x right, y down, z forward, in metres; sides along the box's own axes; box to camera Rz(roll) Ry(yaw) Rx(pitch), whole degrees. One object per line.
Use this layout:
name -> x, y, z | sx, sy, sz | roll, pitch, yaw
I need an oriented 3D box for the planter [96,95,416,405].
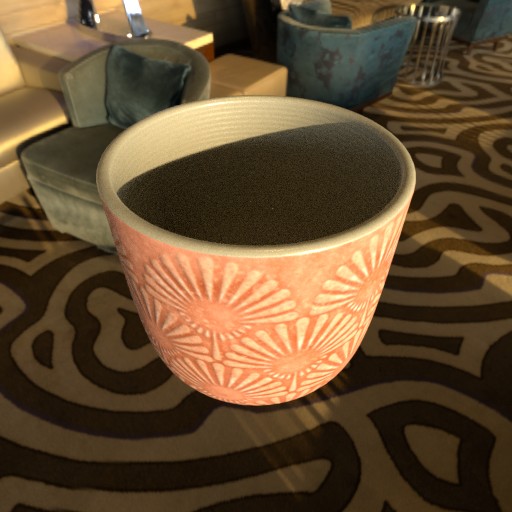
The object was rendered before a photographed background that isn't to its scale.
planter -> 0.000, 0.000, 0.213 | 0.124, 0.109, 0.124 | 0, 41, 0
